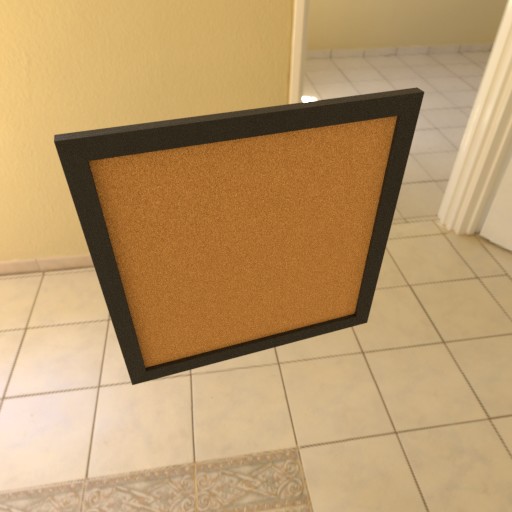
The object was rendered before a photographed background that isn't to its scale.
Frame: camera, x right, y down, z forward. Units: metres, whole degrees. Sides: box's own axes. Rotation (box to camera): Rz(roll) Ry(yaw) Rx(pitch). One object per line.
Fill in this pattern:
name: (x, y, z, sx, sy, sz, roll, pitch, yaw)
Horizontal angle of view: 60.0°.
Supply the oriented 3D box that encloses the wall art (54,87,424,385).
wall art: (0.000, 0.000, 1.511, 1.016, 1.016, 0.038, -12, 42, -14)
